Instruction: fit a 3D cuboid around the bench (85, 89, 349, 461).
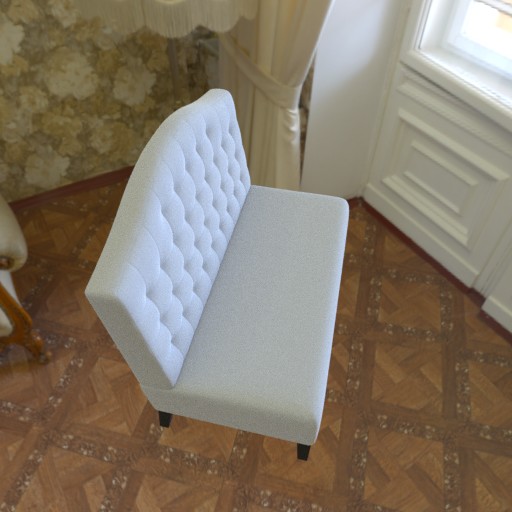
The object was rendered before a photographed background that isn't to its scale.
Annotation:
[{"bbox_3d":[0.000,0.000,2.052,0.815,1.180,1.335,10,48,9],"label":"bench"}]
